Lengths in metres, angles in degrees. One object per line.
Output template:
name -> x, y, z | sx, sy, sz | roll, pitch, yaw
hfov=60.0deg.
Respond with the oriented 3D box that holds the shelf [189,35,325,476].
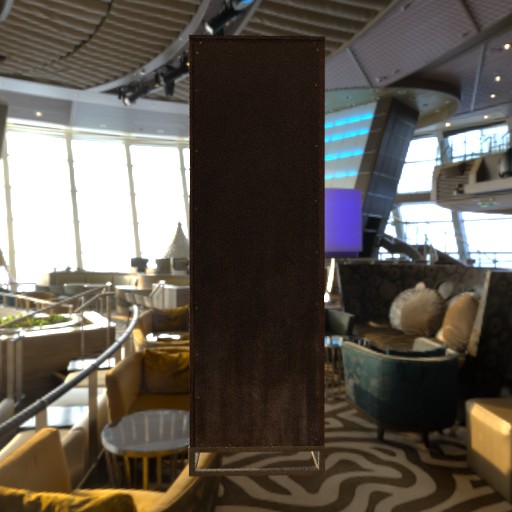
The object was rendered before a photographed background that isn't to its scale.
shelf -> 0.000, 0.000, 1.940 | 0.539, 1.732, 0.395 | 0, 0, -1
